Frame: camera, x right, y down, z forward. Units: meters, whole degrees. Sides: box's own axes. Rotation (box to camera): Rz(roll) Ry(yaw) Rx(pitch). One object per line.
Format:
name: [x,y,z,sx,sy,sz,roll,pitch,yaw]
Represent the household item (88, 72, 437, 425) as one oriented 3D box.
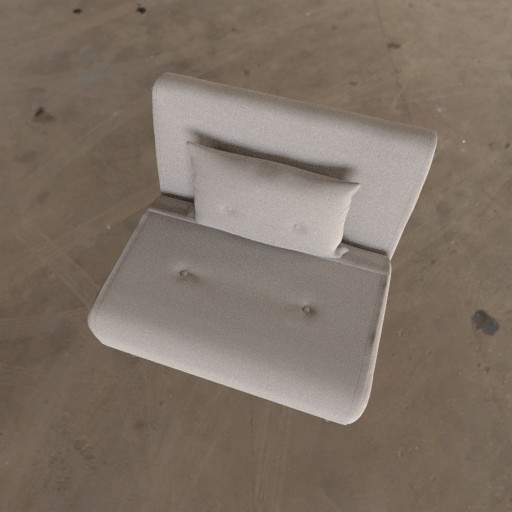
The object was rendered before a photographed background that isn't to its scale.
household item: [0.000,0.000,1.634,1.000,0.800,0.874,16,60,9]
